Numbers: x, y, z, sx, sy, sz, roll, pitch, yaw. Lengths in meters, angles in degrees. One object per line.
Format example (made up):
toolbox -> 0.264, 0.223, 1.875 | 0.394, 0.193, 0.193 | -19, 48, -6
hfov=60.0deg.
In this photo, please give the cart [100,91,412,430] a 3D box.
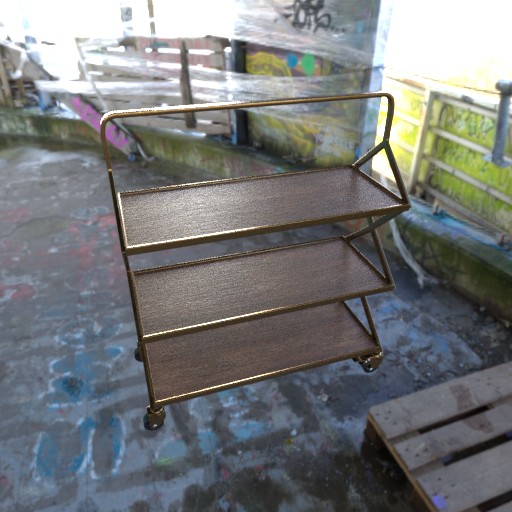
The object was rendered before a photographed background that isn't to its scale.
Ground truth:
cart -> 0.000, 0.000, 1.191 | 0.723, 0.805, 0.313 | -10, 33, -15
